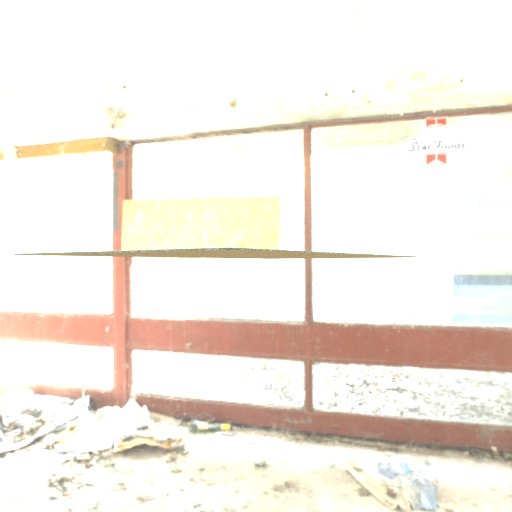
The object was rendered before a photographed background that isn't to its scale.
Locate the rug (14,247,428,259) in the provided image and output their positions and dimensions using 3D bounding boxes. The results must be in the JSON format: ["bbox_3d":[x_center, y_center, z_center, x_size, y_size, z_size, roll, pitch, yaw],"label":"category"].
[{"bbox_3d":[0.000,0.000,2.161,1.142,0.006,1.752,-1,-1,37],"label":"rug"}]
